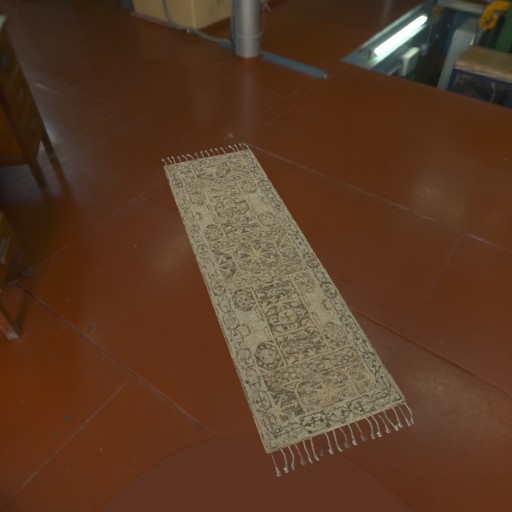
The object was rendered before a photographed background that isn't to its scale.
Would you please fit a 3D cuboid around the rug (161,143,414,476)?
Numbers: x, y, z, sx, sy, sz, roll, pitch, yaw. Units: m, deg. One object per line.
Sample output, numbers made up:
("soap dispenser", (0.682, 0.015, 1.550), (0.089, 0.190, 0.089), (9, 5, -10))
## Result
("rug", (0.000, 0.000, 2.956), (0.762, 0.011, 2.664), (-14, 48, -13))
